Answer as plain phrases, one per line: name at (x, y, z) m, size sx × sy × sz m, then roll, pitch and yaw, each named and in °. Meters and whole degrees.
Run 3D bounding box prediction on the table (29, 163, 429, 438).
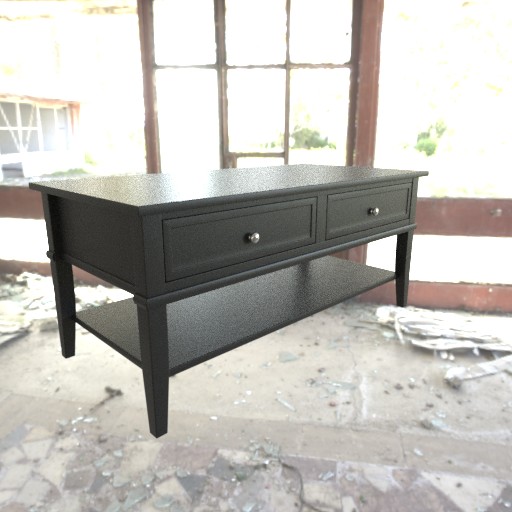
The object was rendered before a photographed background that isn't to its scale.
table at (0.000, 0.000, 1.315) m, size 1.044 × 0.470 × 0.523 m, roll -14°, pitch 21°, yaw -42°
